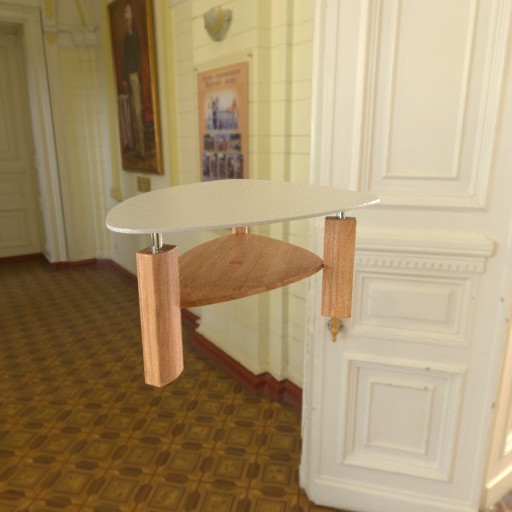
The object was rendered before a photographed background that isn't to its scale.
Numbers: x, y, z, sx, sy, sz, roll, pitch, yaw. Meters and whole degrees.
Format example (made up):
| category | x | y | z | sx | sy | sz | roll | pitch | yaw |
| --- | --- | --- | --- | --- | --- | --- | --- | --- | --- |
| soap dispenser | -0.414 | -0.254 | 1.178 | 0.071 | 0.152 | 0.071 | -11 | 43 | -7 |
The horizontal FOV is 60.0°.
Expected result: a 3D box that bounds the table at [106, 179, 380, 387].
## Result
| category | x | y | z | sx | sy | sz | roll | pitch | yaw |
| --- | --- | --- | --- | --- | --- | --- | --- | --- | --- |
| table | 0.000 | 0.000 | 1.625 | 0.850 | 0.440 | 1.250 | 3 | 15 | 10 |
